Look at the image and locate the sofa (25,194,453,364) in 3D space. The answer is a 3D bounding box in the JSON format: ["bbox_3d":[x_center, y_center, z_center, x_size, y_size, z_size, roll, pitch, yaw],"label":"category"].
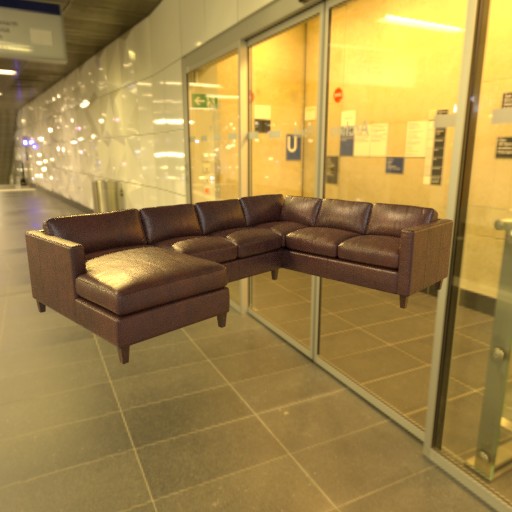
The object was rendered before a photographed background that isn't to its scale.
[{"bbox_3d":[0.000,0.000,4.284,2.452,0.891,3.324,12,18,43],"label":"sofa"}]
